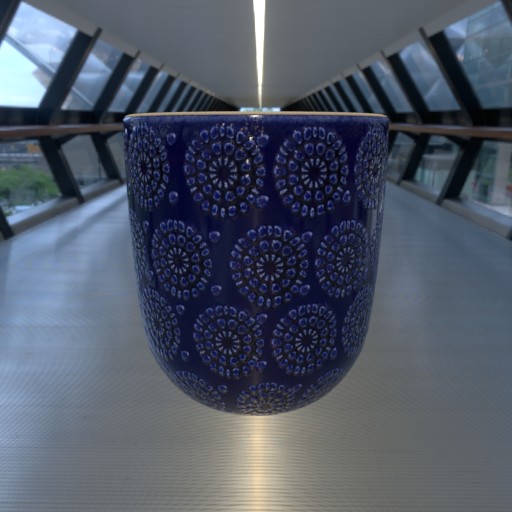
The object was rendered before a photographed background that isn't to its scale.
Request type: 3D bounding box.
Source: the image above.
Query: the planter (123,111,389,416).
[{"bbox_3d":[0.000,0.000,0.342,0.184,0.206,0.184,0,16,0],"label":"planter"}]
